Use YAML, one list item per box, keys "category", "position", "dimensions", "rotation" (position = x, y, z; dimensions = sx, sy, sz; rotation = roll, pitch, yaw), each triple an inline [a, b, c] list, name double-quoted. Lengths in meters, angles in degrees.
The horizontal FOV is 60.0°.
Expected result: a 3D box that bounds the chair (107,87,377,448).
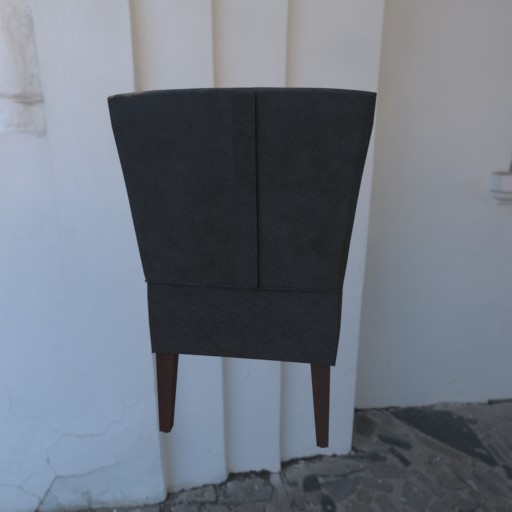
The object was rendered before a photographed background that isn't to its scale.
- category: "chair"
  position: [0.000, 0.000, 1.186]
  dimensions: [0.521, 0.806, 0.554]
  rotation: [2, 16, 8]
